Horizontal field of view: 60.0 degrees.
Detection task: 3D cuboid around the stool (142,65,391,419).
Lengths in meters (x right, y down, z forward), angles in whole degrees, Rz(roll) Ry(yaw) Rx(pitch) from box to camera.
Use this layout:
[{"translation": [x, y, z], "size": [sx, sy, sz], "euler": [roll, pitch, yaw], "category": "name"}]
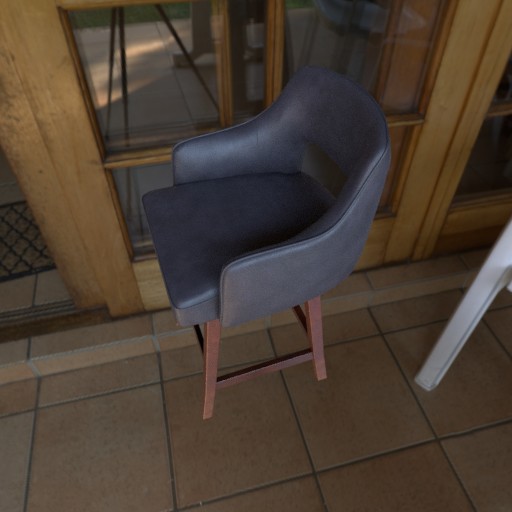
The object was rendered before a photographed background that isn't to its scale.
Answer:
[{"translation": [0.000, 0.000, 1.306], "size": [0.560, 0.936, 0.550], "euler": [-14, 47, -14], "category": "stool"}]
